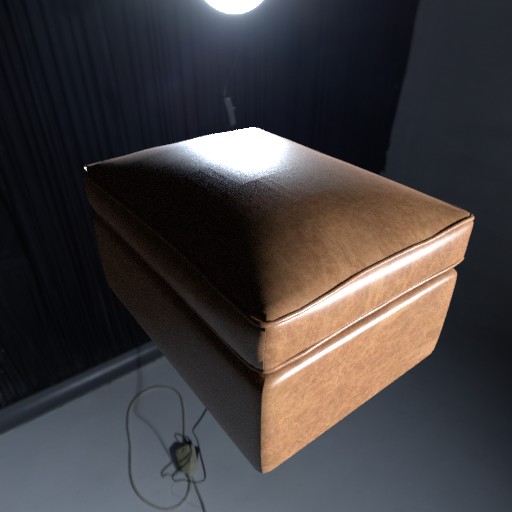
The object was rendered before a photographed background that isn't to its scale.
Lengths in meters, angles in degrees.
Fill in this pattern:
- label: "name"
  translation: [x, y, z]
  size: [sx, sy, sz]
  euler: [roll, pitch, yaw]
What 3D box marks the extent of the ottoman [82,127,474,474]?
- label: "ottoman"
  translation: [0.000, 0.000, 1.078]
  size: [0.554, 0.468, 0.756]
  euler: [-22, 39, -30]
